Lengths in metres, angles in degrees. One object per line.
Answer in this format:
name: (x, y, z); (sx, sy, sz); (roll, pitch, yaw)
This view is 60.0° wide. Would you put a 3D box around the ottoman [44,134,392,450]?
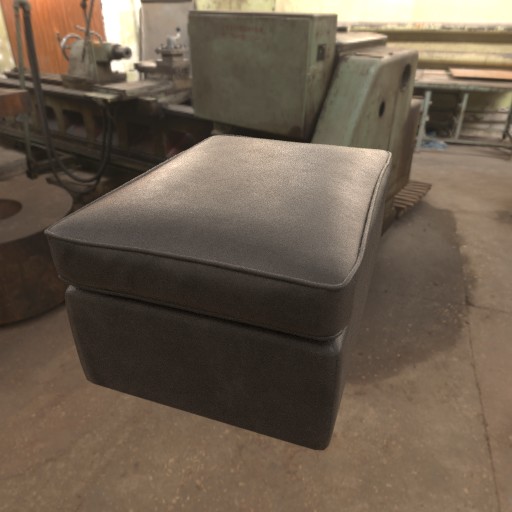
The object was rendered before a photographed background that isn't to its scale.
ottoman: (0.000, 0.000, 1.093); (0.554, 0.445, 0.756); (10, 30, 17)
